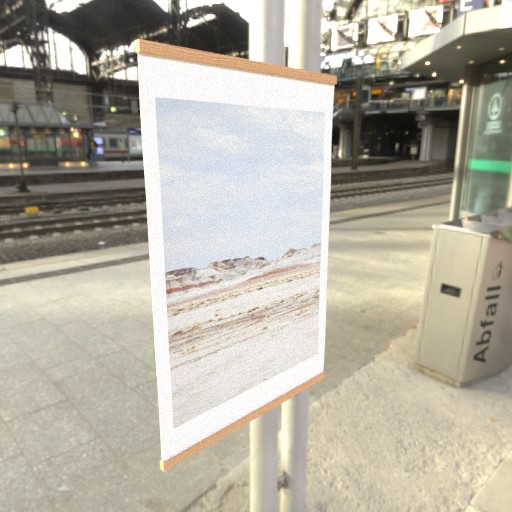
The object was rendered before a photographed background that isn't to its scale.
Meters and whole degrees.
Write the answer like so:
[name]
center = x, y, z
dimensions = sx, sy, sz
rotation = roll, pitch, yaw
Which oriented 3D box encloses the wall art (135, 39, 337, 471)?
[wall art]
center = 0.000, 0.000, 1.867
dimensions = 1.011, 1.521, 0.025
rotation = -13, 19, -43
